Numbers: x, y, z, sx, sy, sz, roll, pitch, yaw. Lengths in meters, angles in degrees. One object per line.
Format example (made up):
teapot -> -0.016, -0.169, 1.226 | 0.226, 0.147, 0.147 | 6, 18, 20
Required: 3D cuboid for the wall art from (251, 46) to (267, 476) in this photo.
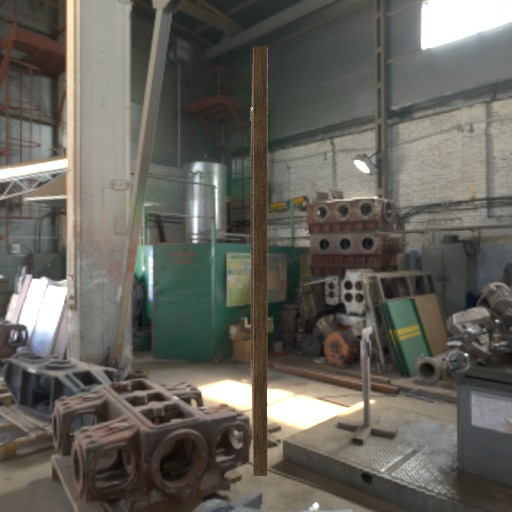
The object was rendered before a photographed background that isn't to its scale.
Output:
wall art -> 0.000, 0.000, 0.858 | 0.021, 0.576, 0.561 | 0, 0, -1
